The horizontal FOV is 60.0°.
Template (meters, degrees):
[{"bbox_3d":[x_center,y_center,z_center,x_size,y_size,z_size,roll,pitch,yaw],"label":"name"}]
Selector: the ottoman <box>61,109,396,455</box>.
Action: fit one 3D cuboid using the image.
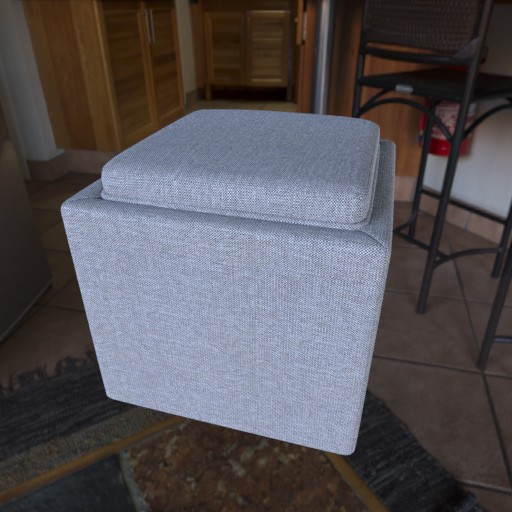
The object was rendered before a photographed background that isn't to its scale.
[{"bbox_3d":[0.000,0.000,0.828,0.450,0.460,0.450,8,32,13],"label":"ottoman"}]
